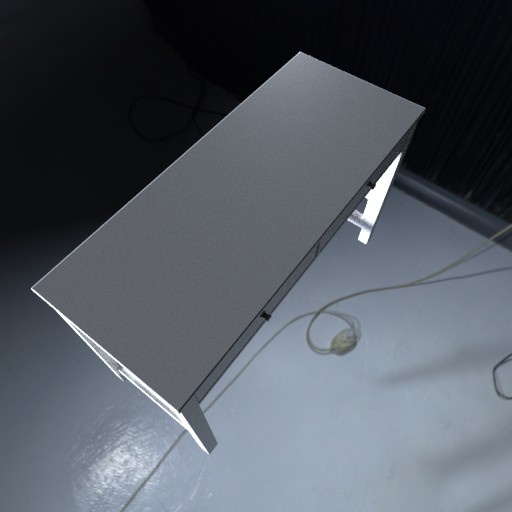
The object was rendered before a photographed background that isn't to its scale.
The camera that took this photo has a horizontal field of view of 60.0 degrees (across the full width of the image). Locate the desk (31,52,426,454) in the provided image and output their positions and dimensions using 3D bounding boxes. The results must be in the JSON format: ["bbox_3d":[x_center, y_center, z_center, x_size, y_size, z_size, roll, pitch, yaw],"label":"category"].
[{"bbox_3d":[0.000,0.000,1.594,0.504,0.762,1.191,33,64,18],"label":"desk"}]
